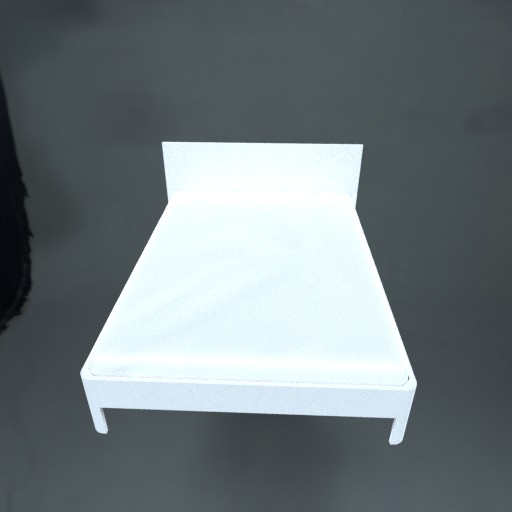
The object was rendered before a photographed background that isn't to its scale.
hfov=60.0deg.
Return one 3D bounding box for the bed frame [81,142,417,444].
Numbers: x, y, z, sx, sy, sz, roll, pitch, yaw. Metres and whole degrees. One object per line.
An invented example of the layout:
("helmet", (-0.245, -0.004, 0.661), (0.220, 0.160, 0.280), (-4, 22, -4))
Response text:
("bed frame", (0.000, 0.000, 2.670), (1.490, 0.800, 1.950), (1, 31, 2))
